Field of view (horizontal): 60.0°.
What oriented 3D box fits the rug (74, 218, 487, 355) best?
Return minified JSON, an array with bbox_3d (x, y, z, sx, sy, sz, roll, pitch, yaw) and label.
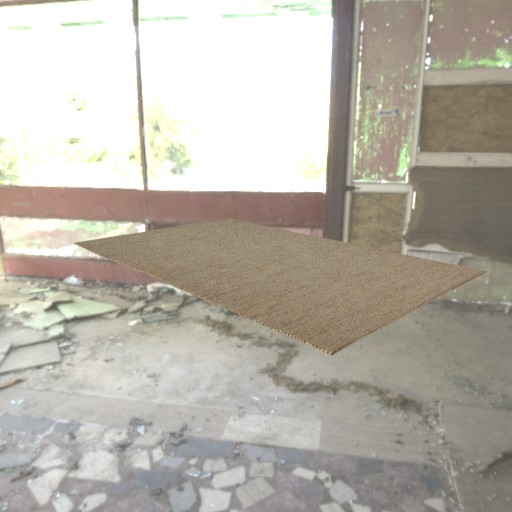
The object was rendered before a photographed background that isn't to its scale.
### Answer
[{"bbox_3d":[0.000,0.000,3.021,1.533,0.011,2.439,-14,21,-41],"label":"rug"}]
